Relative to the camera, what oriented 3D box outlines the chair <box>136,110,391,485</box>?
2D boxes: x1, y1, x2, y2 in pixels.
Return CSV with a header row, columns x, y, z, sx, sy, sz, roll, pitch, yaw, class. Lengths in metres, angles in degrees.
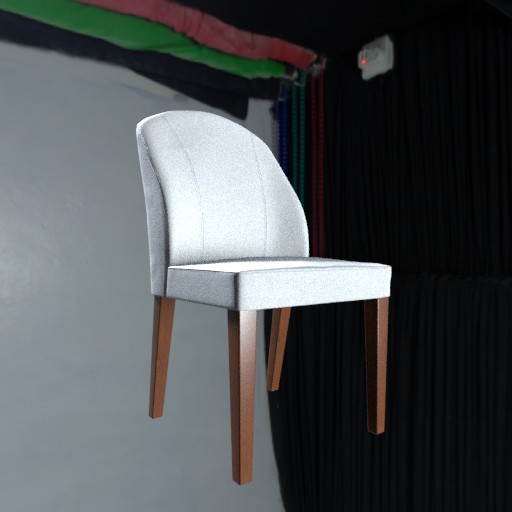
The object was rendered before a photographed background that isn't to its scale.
x,y,z,sx,sy,sz,roll,pitch,yaw,class
0.000,0.000,1.181,0.472,0.893,0.540,0,1,-36,chair
